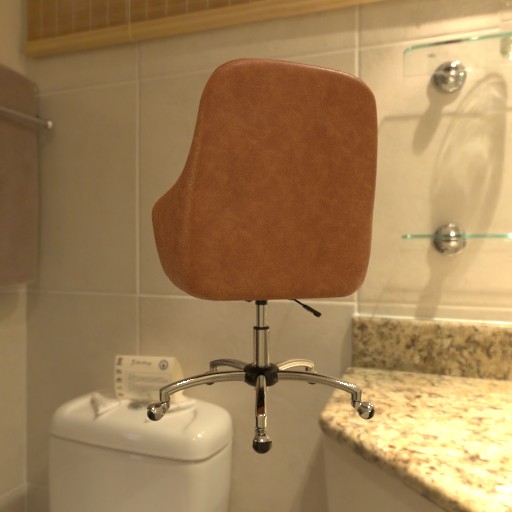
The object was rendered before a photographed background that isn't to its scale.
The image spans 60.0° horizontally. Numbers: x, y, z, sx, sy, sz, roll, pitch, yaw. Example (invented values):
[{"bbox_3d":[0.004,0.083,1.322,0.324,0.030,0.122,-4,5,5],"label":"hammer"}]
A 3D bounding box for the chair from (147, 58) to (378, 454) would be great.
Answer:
[{"bbox_3d":[0.000,0.000,1.309,0.628,0.909,0.615,0,0,-18],"label":"chair"}]
